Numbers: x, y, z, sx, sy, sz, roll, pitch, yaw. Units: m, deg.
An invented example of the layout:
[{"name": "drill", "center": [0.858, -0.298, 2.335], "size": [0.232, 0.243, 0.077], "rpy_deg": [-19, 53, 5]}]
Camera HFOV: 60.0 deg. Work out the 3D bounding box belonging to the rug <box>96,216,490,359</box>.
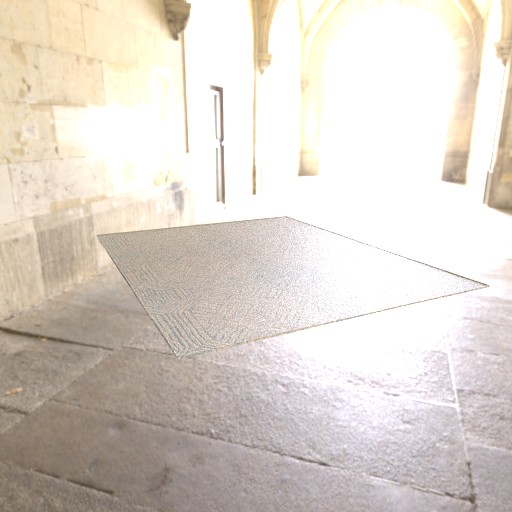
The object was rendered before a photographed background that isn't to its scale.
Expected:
[{"name": "rug", "center": [0.000, 0.000, 4.148], "size": [2.457, 0.015, 3.049], "rpy_deg": [-8, 18, -25]}]
